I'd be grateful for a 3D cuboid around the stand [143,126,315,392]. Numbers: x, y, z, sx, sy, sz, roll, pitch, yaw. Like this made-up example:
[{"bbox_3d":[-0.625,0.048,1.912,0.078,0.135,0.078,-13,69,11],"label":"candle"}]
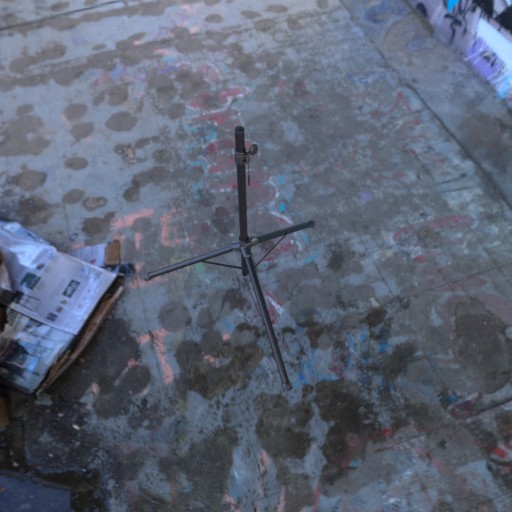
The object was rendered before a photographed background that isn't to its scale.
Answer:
[{"bbox_3d":[0.000,0.000,1.887,1.045,1.136,0.907,-17,59,-10],"label":"stand"}]
